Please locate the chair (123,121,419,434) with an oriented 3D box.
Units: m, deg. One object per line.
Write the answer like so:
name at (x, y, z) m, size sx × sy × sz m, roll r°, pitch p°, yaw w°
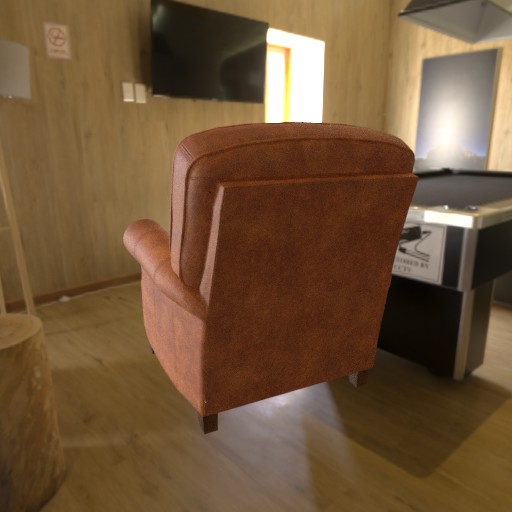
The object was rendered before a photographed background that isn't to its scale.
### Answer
chair at (0.000, 0.000, 1.781) m, size 0.936 × 1.018 × 0.986 m, roll -8°, pitch 17°, yaw -26°
